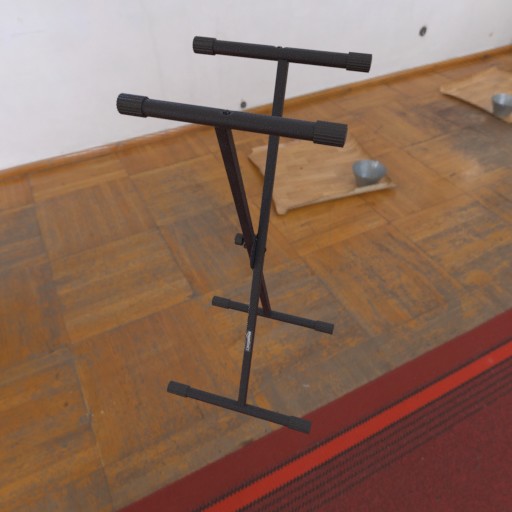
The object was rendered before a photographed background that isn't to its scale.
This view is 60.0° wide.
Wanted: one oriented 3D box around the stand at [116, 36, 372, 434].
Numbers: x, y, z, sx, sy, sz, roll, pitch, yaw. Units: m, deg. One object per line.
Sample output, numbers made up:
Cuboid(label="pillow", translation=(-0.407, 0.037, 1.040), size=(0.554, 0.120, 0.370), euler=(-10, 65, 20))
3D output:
Cuboid(label="stand", translation=(0.000, 0.000, 1.155), size=(0.449, 0.940, 0.409), euler=(12, 44, 13))
